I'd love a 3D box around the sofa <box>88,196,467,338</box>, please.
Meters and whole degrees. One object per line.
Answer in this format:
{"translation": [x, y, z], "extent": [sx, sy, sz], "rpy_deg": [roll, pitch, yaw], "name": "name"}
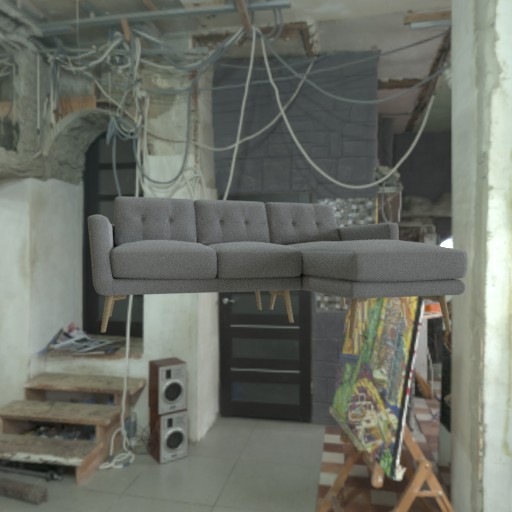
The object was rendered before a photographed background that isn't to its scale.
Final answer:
{"translation": [0.000, 0.000, 2.883], "extent": [2.040, 0.860, 1.530], "rpy_deg": [0, 0, -18], "name": "sofa"}
